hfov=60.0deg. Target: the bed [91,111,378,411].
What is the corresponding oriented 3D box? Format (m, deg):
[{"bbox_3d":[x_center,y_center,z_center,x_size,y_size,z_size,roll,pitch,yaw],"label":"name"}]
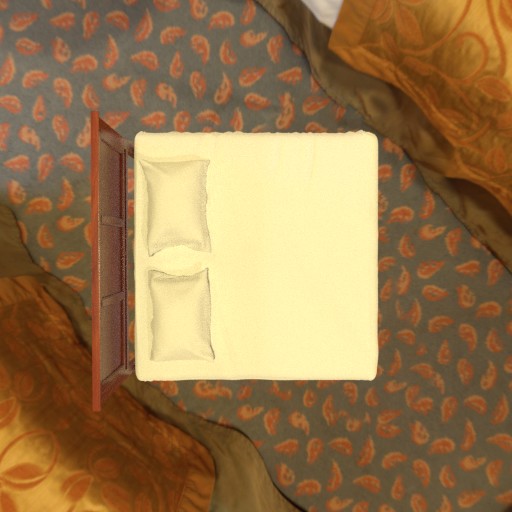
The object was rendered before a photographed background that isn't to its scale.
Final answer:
[{"bbox_3d":[0.000,0.000,3.589,2.219,1.271,2.314,0,91,0],"label":"bed"}]
